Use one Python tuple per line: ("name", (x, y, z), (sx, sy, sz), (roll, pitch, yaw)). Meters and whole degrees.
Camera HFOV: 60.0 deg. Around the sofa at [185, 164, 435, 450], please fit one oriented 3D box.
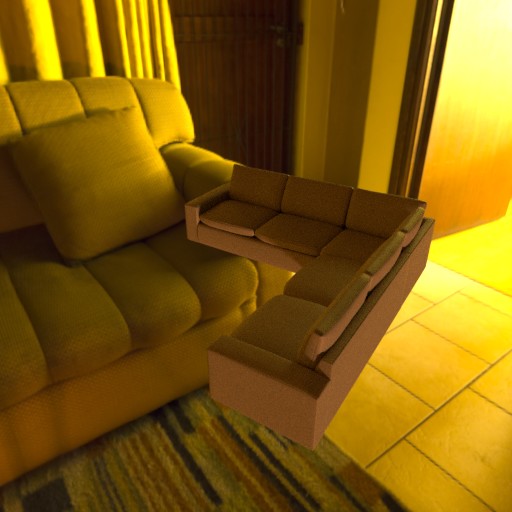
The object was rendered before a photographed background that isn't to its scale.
("sofa", (0.000, 0.000, 4.222), (2.622, 0.800, 2.742), (17, 33, 28))
